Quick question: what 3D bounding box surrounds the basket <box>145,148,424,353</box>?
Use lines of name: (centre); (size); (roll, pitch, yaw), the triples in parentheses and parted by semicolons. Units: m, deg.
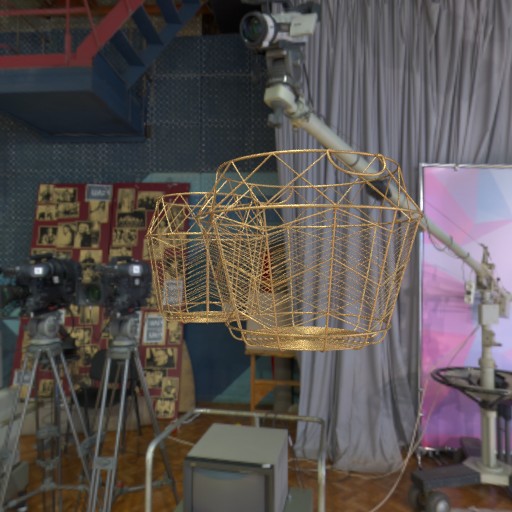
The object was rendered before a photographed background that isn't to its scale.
basket: (0.000, 0.000, 1.050); (0.451, 0.343, 0.805); (0, -1, -35)
